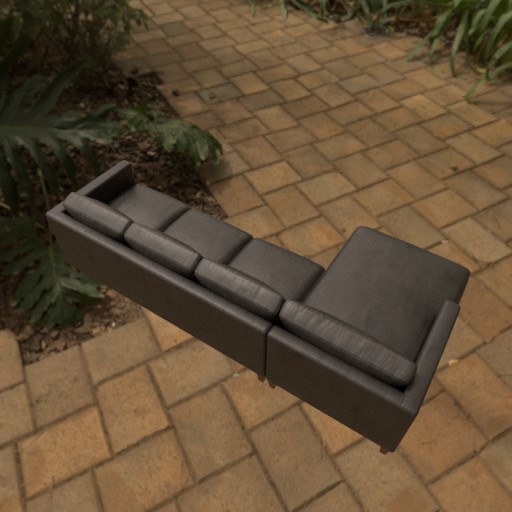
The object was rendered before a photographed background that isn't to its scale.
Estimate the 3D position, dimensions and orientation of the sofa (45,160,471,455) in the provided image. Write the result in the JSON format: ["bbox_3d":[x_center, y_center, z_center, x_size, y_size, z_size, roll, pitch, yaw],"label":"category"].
[{"bbox_3d":[0.000,0.000,3.781,3.203,0.883,1.581,25,52,22],"label":"sofa"}]
